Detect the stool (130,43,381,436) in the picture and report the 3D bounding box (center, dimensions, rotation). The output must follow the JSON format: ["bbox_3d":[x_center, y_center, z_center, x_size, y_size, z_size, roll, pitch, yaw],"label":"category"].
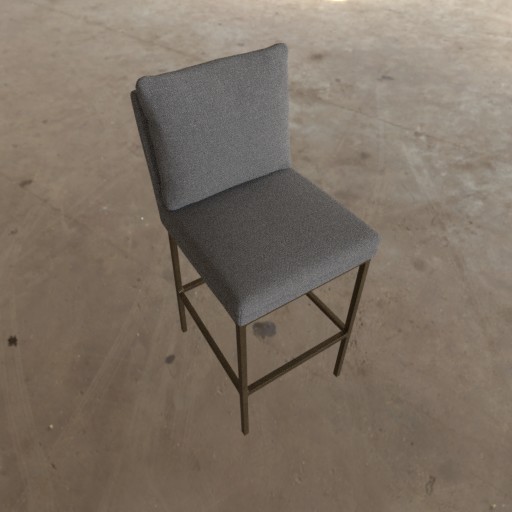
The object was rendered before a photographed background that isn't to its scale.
[{"bbox_3d":[0.000,0.000,1.418,0.463,1.132,0.569,-25,51,-22],"label":"stool"}]
